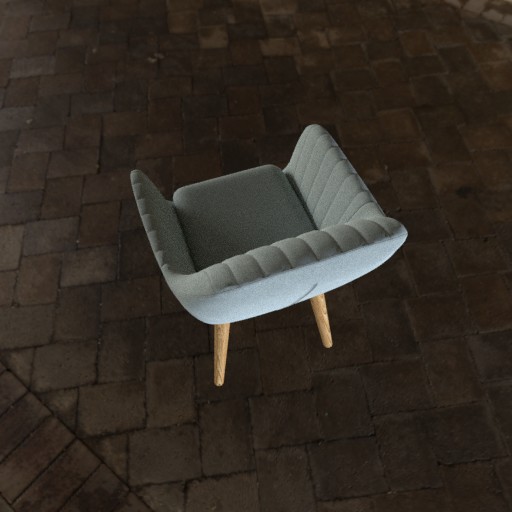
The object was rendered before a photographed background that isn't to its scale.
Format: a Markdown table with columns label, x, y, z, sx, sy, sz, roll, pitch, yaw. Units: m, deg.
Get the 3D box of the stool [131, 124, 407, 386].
| label | x | y | z | sx | sy | sz | roll | pitch | yaw |
| --- | --- | --- | --- | --- | --- | --- | --- | --- | --- |
| stool | 0.000 | 0.000 | 1.181 | 0.503 | 0.830 | 0.590 | -17 | 60 | -10 |
